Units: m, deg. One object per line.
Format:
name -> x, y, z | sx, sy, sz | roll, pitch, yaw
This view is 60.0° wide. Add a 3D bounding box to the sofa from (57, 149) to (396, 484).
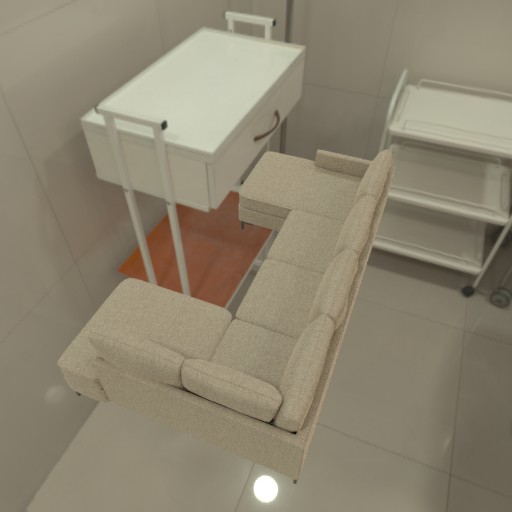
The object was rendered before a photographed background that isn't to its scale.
sofa -> 0.000, 0.000, 4.311 | 2.021, 0.996, 3.423 | 16, 49, 15
